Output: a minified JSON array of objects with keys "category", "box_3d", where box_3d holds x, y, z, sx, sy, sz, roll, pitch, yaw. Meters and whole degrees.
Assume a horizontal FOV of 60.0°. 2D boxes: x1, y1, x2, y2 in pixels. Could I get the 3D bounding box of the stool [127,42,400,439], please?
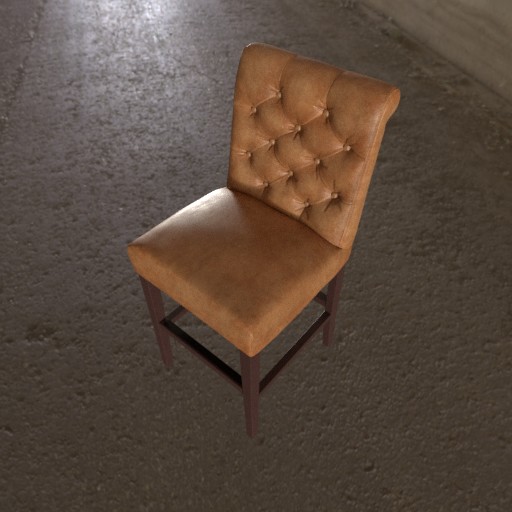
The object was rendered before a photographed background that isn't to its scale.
[{"category":"stool","box_3d":[0.000,0.000,1.388,0.493,1.047,0.601,31,53,27]}]
